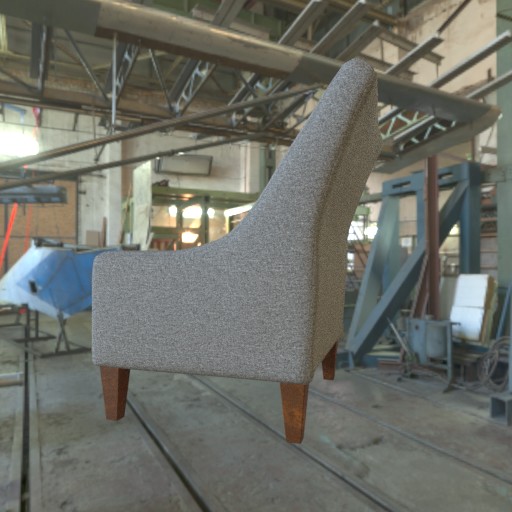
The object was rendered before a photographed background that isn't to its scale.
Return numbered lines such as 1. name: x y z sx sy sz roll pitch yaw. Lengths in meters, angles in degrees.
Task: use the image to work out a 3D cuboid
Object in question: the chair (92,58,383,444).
1. chair: 0.000 0.000 1.597 0.870 1.016 0.774 0 -1 17
